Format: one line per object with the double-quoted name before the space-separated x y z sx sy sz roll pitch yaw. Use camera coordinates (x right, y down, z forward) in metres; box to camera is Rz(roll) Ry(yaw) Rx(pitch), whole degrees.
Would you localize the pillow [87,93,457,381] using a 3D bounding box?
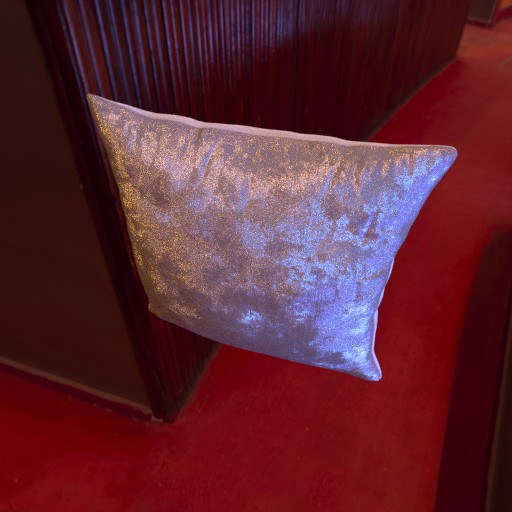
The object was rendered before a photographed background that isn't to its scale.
"pillow" 0.000 0.000 0.693 0.470 0.464 0.175 13 44 13
